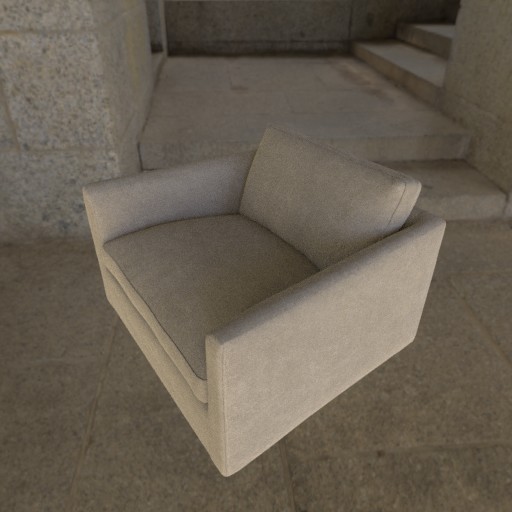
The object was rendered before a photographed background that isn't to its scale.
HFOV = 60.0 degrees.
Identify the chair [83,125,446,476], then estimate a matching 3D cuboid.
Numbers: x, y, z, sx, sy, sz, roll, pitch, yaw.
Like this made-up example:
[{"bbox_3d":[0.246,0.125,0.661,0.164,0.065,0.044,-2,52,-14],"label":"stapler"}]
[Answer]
[{"bbox_3d":[0.000,0.000,1.910,1.091,0.845,1.190,-21,39,-28],"label":"chair"}]
